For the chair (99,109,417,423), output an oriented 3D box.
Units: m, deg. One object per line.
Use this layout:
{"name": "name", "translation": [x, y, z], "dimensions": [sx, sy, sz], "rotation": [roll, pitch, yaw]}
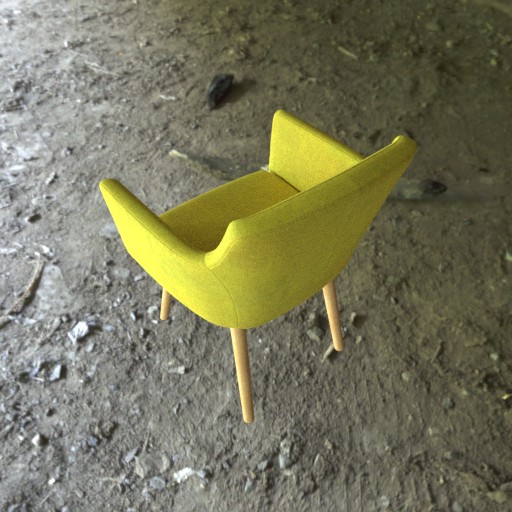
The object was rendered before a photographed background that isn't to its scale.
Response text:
{"name": "chair", "translation": [0.000, 0.000, 1.189], "dimensions": [0.570, 0.780, 0.570], "rotation": [-30, 52, -27]}
